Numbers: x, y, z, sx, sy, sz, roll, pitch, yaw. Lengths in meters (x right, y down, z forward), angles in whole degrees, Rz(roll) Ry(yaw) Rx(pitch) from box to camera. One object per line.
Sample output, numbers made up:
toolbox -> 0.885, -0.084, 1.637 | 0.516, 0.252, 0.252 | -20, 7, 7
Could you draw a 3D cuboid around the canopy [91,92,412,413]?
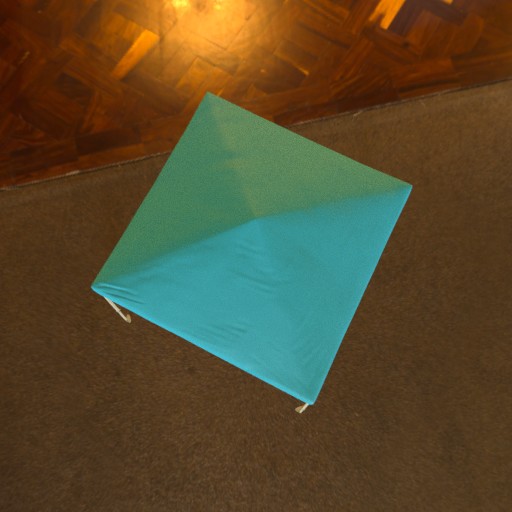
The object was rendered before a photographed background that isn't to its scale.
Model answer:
canopy -> 0.000, 0.000, 5.217 | 2.850, 2.850, 2.849 | 26, 78, 6
